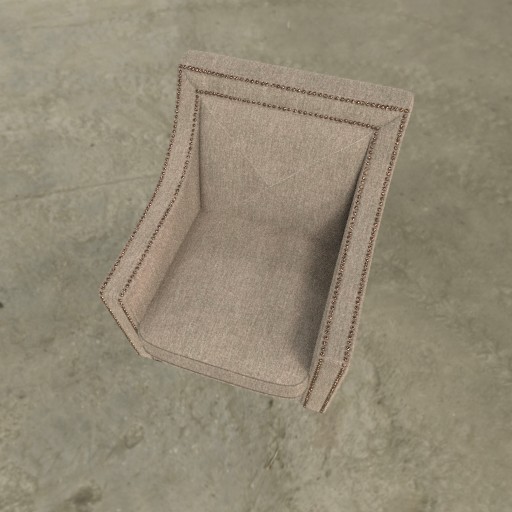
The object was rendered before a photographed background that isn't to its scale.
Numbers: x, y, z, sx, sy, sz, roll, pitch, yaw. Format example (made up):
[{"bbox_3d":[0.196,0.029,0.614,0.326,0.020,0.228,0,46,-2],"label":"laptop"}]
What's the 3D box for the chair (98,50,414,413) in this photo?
[{"bbox_3d":[0.000,0.000,1.604,0.776,0.967,0.884,15,58,9],"label":"chair"}]
